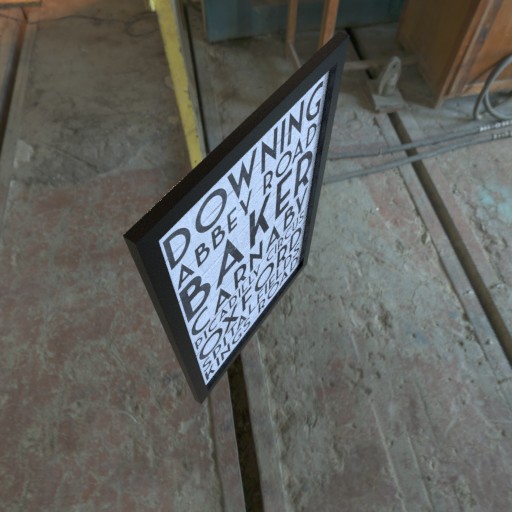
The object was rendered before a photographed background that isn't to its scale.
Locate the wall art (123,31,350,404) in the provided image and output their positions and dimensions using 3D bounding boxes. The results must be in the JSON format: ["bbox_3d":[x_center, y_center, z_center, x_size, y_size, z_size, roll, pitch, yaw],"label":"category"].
[{"bbox_3d":[0.000,0.000,0.842,0.019,0.656,0.462,31,62,18],"label":"wall art"}]
